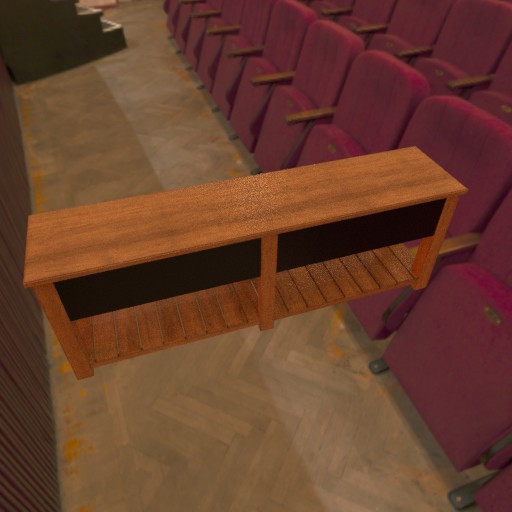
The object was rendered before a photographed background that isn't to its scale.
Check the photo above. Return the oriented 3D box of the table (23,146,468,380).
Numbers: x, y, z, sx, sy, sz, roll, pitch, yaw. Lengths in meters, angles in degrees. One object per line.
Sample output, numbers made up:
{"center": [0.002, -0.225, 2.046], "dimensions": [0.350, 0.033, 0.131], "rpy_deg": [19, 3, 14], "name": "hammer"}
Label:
{"center": [0.000, 0.000, 2.084], "dimensions": [1.815, 0.635, 0.425], "rpy_deg": [-13, 44, -13], "name": "table"}
